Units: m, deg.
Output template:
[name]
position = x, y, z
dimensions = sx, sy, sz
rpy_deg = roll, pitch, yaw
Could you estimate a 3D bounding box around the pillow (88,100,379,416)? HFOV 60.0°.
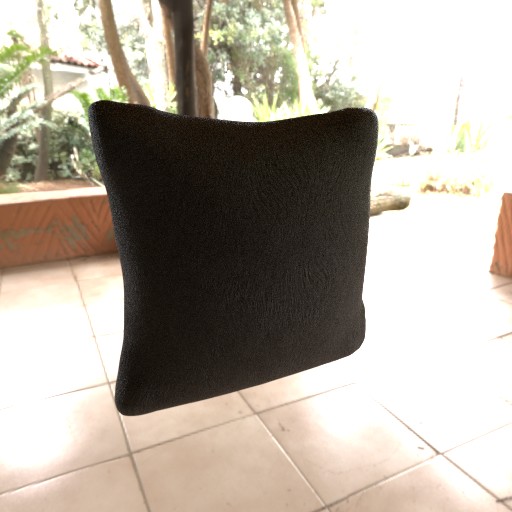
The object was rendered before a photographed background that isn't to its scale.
[pillow]
position = 0.000, 0.000, 0.799
dimensions = 0.533, 0.523, 0.210
rpy_deg = -9, 19, -26
